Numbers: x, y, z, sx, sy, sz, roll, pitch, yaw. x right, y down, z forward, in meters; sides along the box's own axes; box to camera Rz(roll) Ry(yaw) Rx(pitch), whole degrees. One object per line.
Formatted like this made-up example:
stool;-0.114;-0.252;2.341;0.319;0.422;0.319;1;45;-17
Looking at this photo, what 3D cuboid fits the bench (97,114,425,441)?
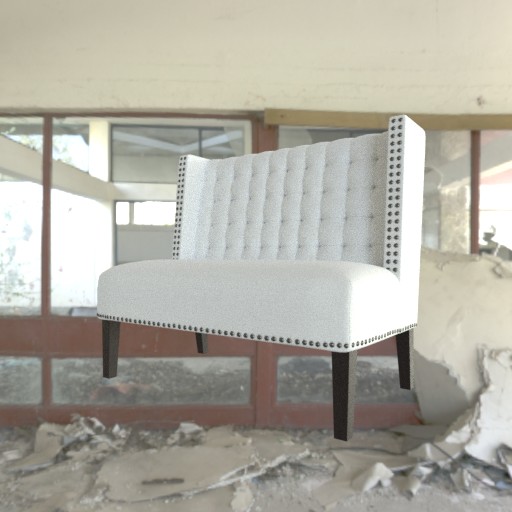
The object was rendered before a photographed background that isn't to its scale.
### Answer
bench;0.000;0.000;1.996;1.280;1.123;0.847;0;0;36
